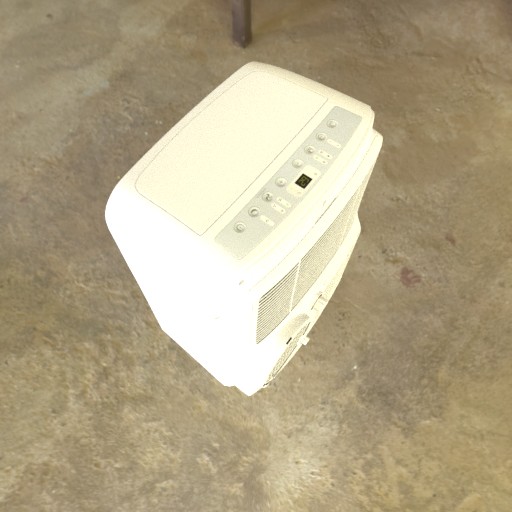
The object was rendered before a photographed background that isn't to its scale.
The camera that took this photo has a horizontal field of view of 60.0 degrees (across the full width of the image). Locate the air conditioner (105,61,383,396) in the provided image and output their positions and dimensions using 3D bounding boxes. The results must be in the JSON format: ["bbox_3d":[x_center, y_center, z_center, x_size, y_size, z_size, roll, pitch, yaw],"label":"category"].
[{"bbox_3d":[0.000,0.000,0.961,0.365,0.700,0.454,34,69,15],"label":"air conditioner"}]
